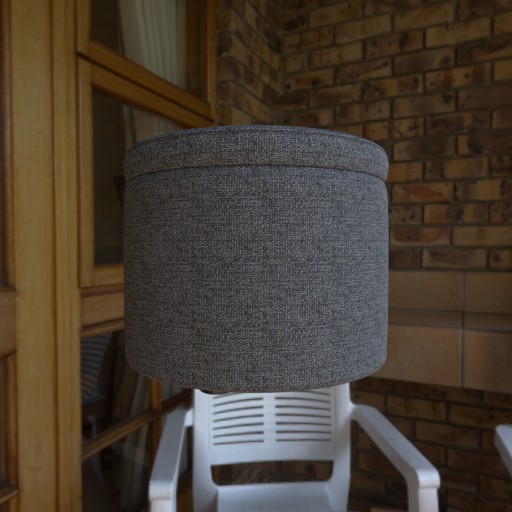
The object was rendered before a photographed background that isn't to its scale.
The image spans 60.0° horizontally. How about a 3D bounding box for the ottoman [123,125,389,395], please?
[{"bbox_3d":[0.000,0.000,0.908,0.520,0.430,0.520,0,2,0],"label":"ottoman"}]
